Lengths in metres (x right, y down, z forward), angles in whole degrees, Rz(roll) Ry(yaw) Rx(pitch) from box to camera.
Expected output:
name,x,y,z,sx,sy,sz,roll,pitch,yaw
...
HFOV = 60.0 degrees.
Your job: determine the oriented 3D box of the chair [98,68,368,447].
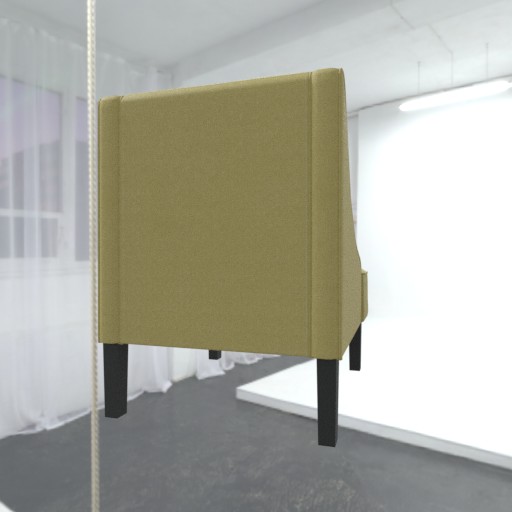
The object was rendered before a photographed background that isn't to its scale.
name,x,y,z,sx,sy,sz,roll,pitch,yaw
chair,0.000,0.000,1.506,0.696,0.896,0.814,0,0,18
